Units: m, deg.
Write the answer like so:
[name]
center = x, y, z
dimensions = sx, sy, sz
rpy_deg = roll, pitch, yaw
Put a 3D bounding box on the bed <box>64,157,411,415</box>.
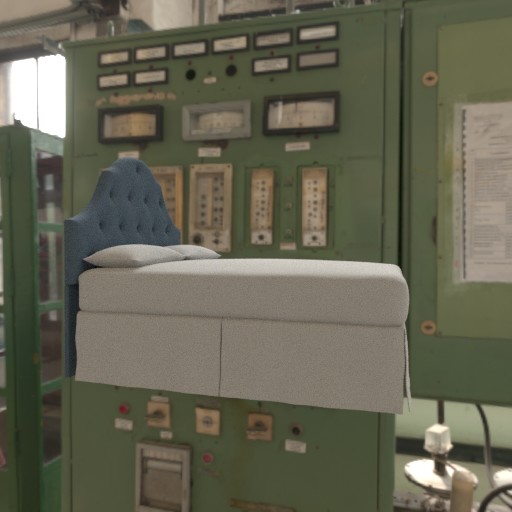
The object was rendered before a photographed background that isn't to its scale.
[bed]
center = 0.000, 0.000, 3.302
dimensions = 2.155, 1.575, 1.636
rpy_deg = 0, 1, 17
